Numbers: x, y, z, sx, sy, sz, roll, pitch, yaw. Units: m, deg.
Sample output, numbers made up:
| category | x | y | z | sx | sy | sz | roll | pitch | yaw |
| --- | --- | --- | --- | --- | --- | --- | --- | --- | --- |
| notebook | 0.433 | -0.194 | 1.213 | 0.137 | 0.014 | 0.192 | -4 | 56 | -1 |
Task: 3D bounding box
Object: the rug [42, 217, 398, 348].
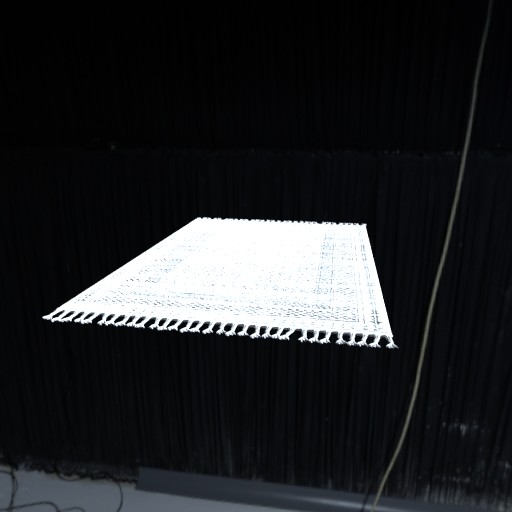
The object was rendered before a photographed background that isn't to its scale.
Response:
| category | x | y | z | sx | sy | sz | roll | pitch | yaw |
| --- | --- | --- | --- | --- | --- | --- | --- | --- | --- |
| rug | 0.000 | 0.000 | 2.357 | 1.243 | 0.013 | 1.872 | 3 | 17 | 10 |
